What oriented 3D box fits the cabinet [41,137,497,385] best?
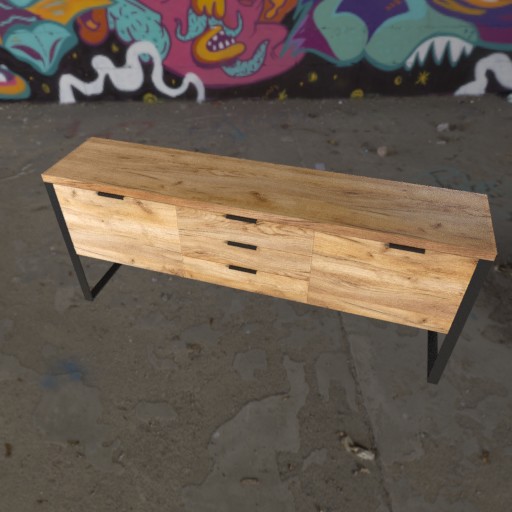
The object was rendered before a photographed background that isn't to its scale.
[{"bbox_3d":[0.000,0.000,2.065,1.800,0.762,0.395,11,41,13],"label":"cabinet"}]
